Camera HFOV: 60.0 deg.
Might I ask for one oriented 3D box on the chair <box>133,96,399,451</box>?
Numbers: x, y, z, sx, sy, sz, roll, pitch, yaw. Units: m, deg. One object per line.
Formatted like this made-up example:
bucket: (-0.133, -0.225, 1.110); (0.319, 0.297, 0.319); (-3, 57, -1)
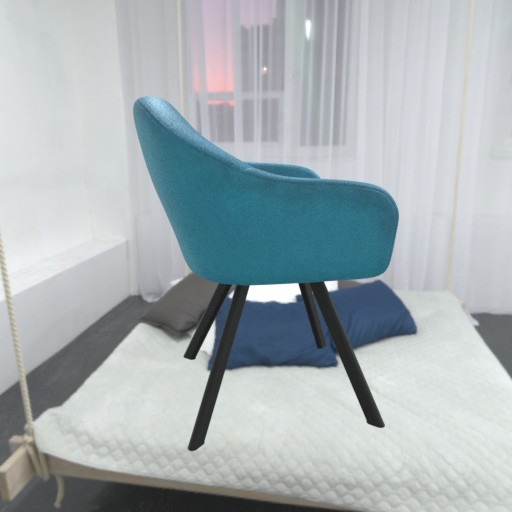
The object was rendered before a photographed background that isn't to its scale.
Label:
chair: (0.000, 0.000, 1.159); (0.570, 0.780, 0.540); (-3, 16, -10)
